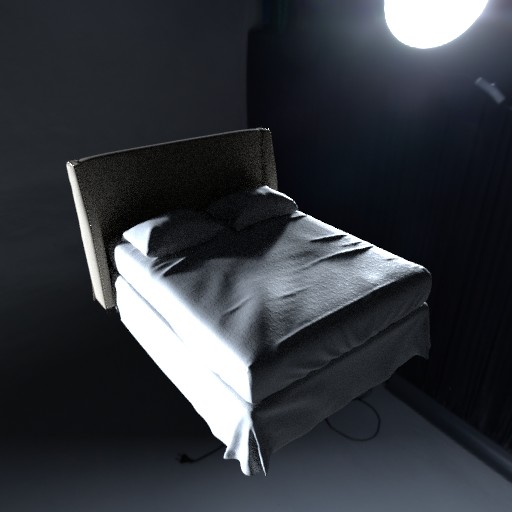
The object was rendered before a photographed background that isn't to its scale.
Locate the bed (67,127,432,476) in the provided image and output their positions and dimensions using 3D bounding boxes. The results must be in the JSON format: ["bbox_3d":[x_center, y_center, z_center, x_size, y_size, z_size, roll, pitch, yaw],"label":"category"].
[{"bbox_3d":[0.000,0.000,3.387,1.925,1.332,2.276,-20,34,-33],"label":"bed"}]
